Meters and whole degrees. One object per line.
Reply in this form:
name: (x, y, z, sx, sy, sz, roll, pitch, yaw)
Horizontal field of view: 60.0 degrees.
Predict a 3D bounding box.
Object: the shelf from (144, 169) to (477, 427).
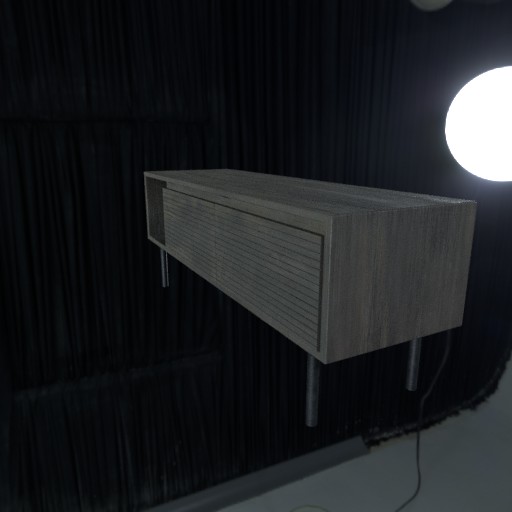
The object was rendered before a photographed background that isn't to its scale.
shelf: (0.000, 0.000, 1.490, 0.400, 0.495, 1.300, -8, 16, -27)
